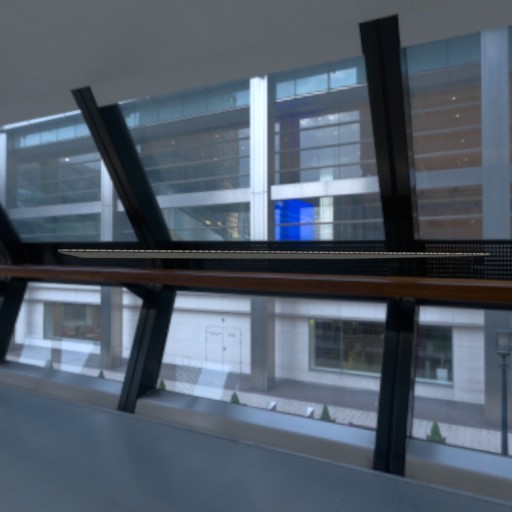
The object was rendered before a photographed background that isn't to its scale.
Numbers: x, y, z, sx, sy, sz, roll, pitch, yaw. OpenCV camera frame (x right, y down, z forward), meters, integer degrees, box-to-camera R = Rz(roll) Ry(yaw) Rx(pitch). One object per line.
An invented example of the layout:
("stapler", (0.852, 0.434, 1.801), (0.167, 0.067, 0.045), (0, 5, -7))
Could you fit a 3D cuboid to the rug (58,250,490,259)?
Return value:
("rug", (0.000, 0.000, 4.205), (3.207, 0.014, 2.439), (0, -1, -18))
